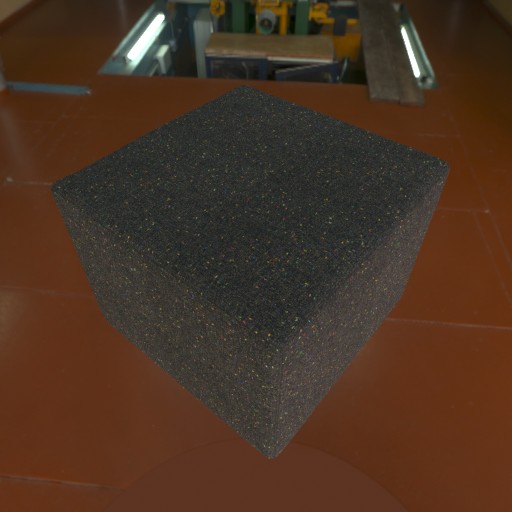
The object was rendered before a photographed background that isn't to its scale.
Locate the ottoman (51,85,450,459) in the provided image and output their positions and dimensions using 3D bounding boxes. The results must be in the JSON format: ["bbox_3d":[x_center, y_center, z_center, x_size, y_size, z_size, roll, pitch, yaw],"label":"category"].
[{"bbox_3d":[0.000,0.000,0.899,0.508,0.432,0.508,31,53,26],"label":"ottoman"}]
